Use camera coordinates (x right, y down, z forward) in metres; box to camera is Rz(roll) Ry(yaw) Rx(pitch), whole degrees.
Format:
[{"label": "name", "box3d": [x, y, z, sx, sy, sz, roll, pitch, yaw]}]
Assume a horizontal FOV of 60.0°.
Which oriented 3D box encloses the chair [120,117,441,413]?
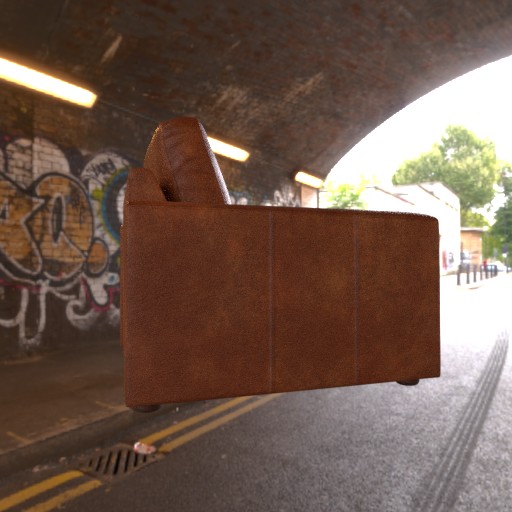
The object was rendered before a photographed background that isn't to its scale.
[{"label": "chair", "box3d": [0.000, 0.000, 1.757, 1.016, 0.873, 1.005, 0, -1, -18]}]
